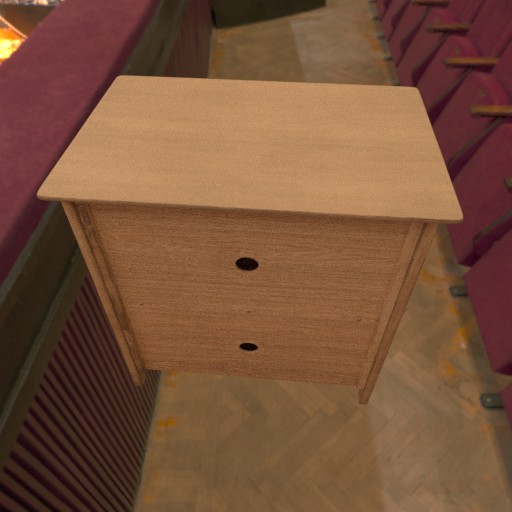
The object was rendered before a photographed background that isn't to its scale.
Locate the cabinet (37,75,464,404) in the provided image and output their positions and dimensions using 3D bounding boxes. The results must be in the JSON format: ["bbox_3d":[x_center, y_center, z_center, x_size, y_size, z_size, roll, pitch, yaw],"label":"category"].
[{"bbox_3d":[0.000,0.000,1.225,0.763,0.762,0.503,4,46,4],"label":"cabinet"}]
